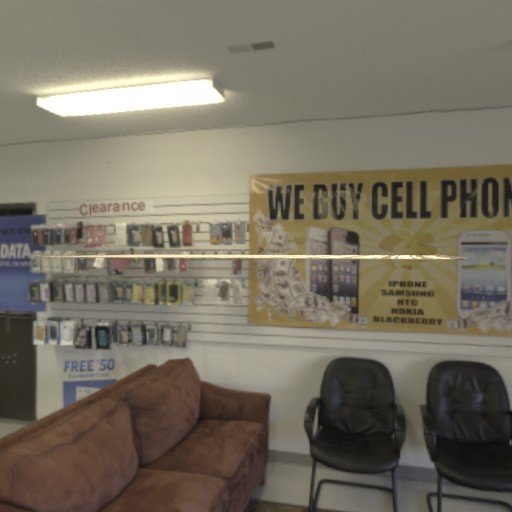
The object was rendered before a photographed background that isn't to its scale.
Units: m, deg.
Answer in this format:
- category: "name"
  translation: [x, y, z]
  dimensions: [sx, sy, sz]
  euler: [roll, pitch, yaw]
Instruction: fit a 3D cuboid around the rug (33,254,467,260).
- category: "rug"
  translation: [0.000, 0.000, 2.581]
  dimensions: [2.096, 0.011, 1.229]
  euler: [0, 1, 18]
